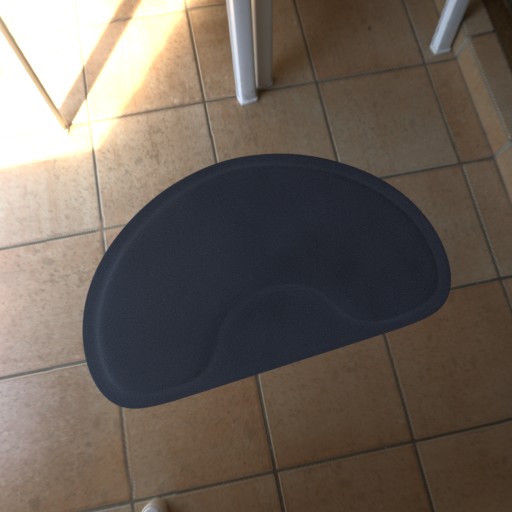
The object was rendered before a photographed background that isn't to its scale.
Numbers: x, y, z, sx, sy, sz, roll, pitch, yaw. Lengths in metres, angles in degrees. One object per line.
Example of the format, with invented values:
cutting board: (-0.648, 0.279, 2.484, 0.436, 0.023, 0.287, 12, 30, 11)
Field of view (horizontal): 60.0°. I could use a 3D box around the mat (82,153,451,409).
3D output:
mat: (0.000, 0.000, 1.845, 1.524, 0.013, 0.913, -17, 76, -4)
